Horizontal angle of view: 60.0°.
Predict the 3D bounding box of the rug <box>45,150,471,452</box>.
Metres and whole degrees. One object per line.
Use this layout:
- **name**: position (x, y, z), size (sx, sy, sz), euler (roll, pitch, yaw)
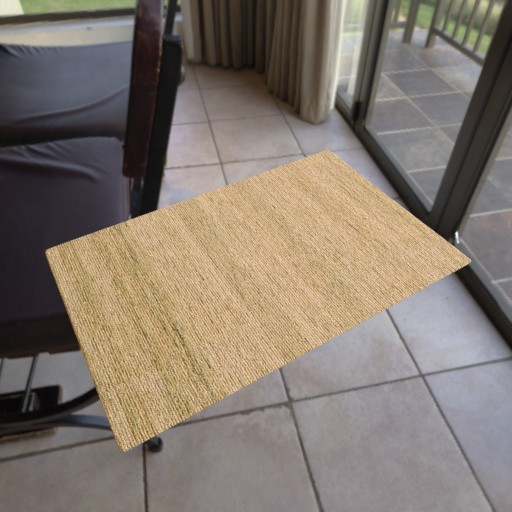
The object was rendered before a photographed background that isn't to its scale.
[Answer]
- **rug**: position (0.000, 0.000, 2.164), size (1.758, 0.010, 1.143), euler (-23, 50, -21)
